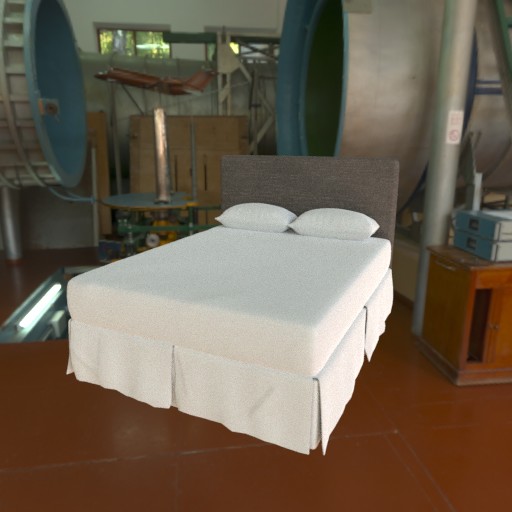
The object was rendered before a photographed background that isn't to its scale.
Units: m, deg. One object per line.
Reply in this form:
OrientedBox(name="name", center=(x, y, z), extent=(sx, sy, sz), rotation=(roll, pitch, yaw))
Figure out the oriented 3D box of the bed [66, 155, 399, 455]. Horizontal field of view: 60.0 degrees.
OrientedBox(name="bed", center=(0.000, 0.000, 3.200), extent=(1.723, 1.330, 2.142), rotation=(7, 17, 25))
